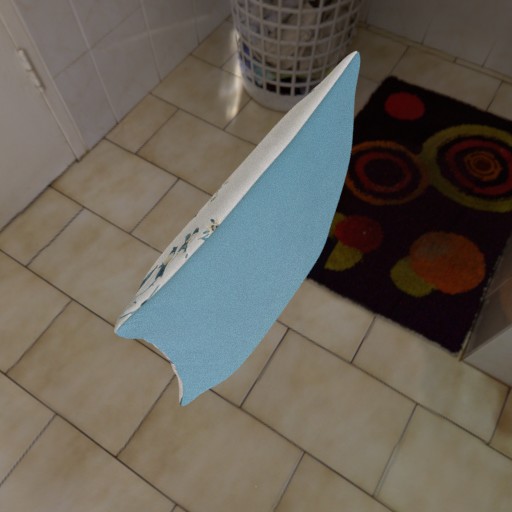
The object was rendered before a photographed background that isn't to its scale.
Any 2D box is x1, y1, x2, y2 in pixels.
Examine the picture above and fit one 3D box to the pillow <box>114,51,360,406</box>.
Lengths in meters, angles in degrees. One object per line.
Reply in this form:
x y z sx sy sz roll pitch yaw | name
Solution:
0.000 0.000 0.780 0.166 0.507 0.526 31 67 15 | pillow
